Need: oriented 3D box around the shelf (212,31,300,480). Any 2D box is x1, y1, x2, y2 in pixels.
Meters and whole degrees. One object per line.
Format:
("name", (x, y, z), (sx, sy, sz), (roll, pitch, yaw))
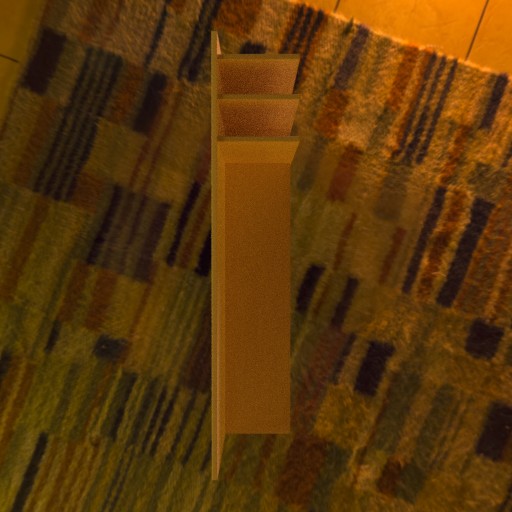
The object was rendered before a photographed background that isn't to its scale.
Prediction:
("shelf", (0.000, 0.000, 1.156), (0.200, 0.300, 1.020), (0, 91, 0))
